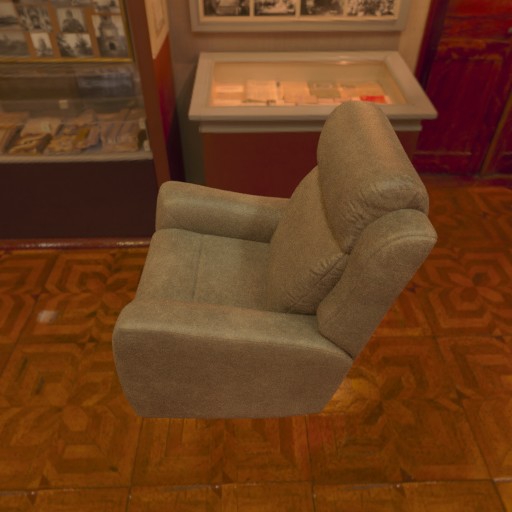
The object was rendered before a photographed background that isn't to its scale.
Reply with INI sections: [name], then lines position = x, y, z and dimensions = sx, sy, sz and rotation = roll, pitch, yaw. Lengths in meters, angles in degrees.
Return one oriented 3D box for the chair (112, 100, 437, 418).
[chair]
position = 0.000, 0.000, 1.871
dimensions = 1.068, 1.116, 0.965
rotation = 0, 41, 1
